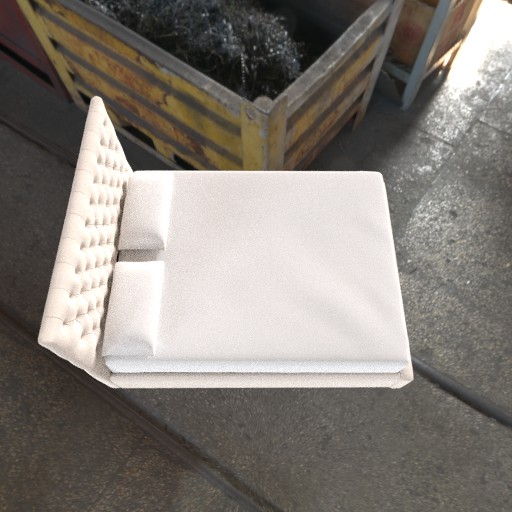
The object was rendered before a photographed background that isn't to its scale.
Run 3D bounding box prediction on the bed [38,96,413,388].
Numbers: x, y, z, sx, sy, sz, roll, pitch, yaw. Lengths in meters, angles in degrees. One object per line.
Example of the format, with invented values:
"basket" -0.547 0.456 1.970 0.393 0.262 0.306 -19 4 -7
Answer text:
"bed" 0.000 0.000 3.219 2.233 1.426 1.696 0 64 0
